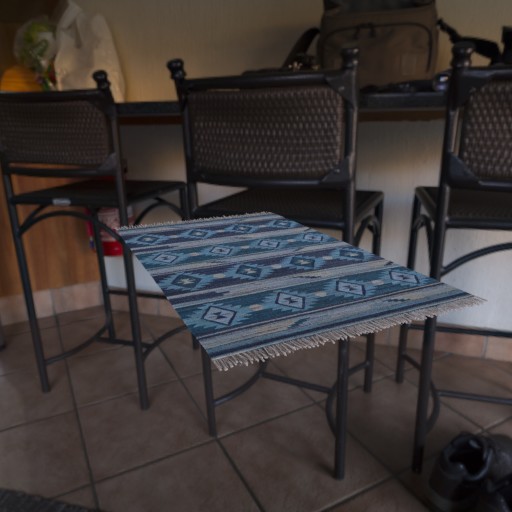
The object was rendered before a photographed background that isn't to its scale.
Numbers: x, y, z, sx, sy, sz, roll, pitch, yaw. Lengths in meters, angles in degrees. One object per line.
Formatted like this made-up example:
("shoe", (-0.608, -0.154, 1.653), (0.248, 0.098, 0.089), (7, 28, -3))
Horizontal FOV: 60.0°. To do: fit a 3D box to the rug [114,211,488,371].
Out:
("rug", (0.000, 0.000, 2.390), (1.181, 0.028, 1.936), (-8, 20, -24))
